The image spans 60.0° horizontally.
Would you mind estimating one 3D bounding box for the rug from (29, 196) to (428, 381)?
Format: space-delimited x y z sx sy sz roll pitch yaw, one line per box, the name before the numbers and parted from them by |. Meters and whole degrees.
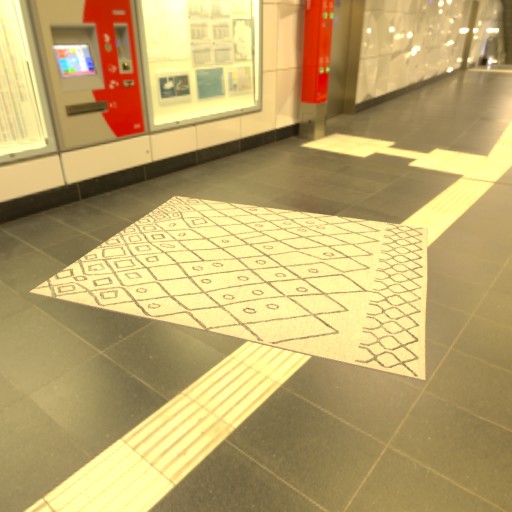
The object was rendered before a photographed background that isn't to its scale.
rug | 0.000 0.000 4.162 3.046 0.015 2.446 9 29 17
